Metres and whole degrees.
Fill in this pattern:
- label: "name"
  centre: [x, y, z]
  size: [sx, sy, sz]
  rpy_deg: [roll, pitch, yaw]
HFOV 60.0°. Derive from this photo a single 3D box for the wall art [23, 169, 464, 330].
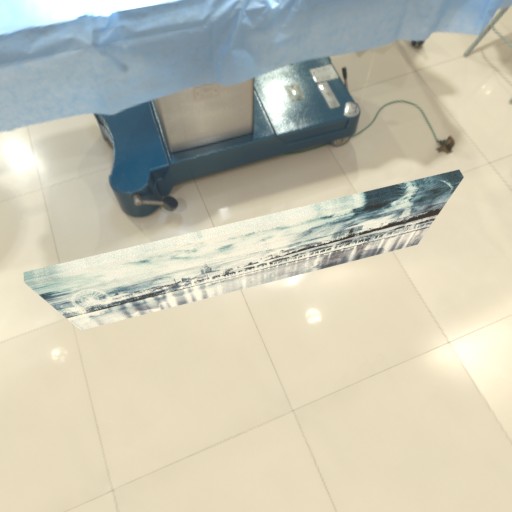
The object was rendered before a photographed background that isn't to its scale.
- label: "wall art"
  centre: [0.000, 0.000, 1.718]
  size: [1.524, 0.509, 0.037]
  rpy_deg: [-14, 64, -7]
